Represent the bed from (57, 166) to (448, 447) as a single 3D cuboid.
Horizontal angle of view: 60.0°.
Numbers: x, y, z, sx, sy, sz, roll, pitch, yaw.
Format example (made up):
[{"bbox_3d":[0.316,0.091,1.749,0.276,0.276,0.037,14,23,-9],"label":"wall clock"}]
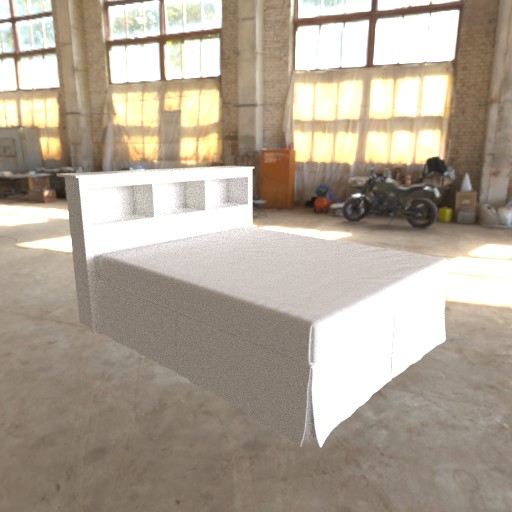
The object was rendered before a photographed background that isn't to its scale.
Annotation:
[{"bbox_3d":[0.000,0.000,3.027,2.133,1.092,1.671,13,19,41],"label":"bed"}]
